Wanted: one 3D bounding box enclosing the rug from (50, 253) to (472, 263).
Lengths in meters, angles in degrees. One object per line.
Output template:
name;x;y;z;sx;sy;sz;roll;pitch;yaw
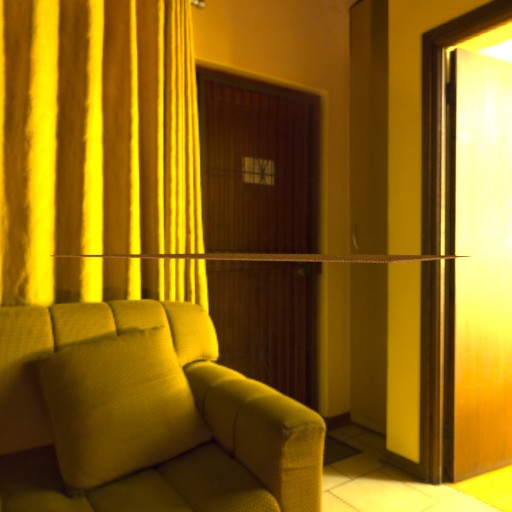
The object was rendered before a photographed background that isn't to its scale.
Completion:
rug;0.000;0.000;2.195;1.752;0.006;1.142;1;1;36
